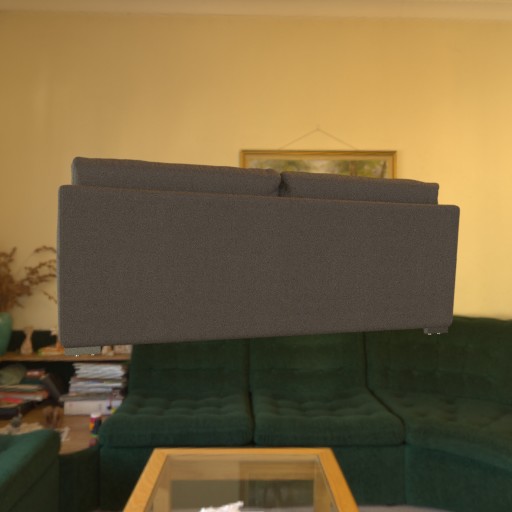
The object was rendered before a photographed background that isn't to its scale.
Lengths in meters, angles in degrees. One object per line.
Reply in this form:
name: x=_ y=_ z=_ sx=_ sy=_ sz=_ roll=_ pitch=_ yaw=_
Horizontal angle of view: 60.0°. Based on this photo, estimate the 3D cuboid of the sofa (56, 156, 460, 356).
sofa: x=0.000 y=0.000 z=2.810 sx=2.271 sy=0.950 sz=1.140 roll=0 pitch=-1 yaw=-19
